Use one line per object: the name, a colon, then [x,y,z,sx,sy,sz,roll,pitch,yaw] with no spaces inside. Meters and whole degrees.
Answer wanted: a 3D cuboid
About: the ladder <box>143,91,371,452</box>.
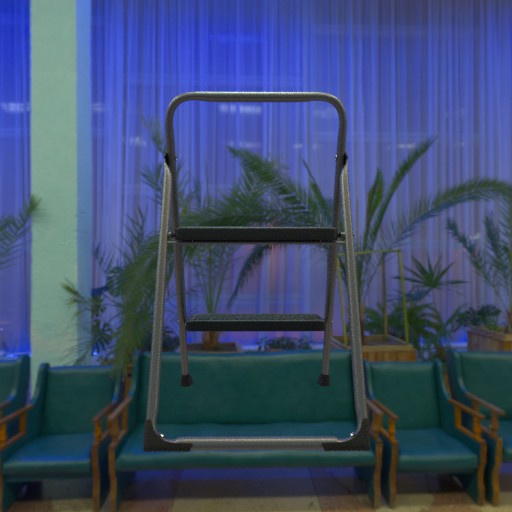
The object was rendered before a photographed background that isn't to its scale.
ladder: [0.000,0.000,1.039,0.430,0.720,0.472,0,0,-1]
